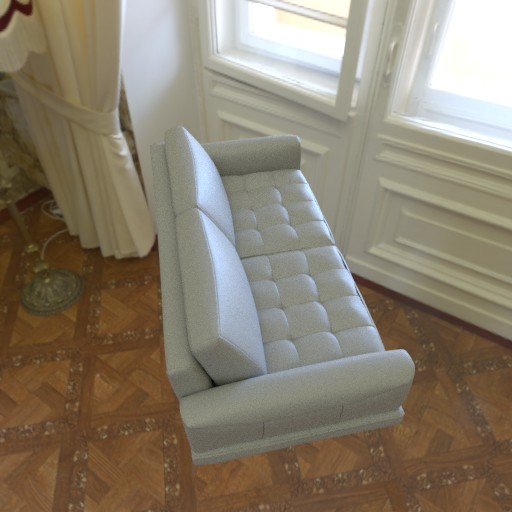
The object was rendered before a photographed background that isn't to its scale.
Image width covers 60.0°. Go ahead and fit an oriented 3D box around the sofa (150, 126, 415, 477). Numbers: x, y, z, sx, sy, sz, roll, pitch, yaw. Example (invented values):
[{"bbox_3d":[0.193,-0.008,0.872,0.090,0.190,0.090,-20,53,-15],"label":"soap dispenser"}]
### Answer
[{"bbox_3d":[0.000,0.000,2.734,1.121,0.930,2.177,-8,47,-8],"label":"sofa"}]
